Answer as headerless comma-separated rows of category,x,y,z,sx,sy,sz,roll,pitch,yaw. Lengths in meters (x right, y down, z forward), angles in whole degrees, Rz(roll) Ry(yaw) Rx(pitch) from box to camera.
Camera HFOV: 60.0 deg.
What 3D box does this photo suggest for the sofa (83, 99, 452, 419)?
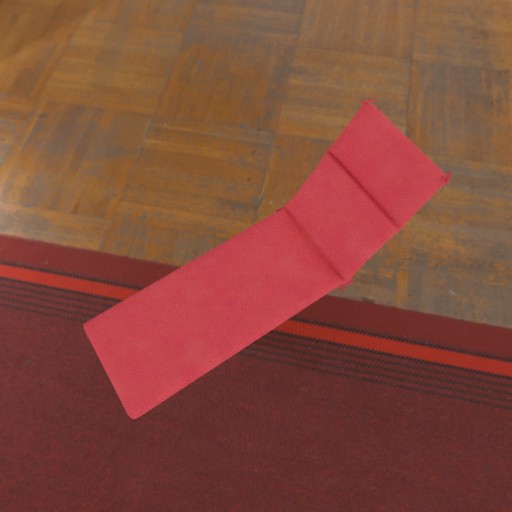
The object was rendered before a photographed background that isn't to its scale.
sofa,0.000,0.000,2.004,1.663,0.622,0.582,-31,68,-14
